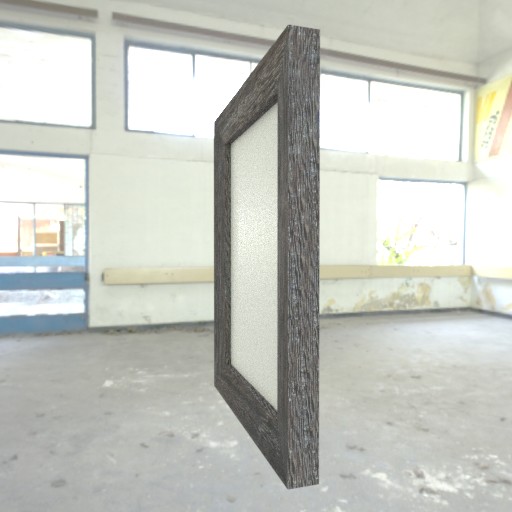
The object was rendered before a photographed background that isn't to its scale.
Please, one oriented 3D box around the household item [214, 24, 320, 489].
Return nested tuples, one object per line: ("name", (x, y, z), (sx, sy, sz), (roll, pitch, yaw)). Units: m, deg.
("household item", (0.000, 0.000, 0.279), (0.020, 0.210, 0.160), (0, 1, -17))
